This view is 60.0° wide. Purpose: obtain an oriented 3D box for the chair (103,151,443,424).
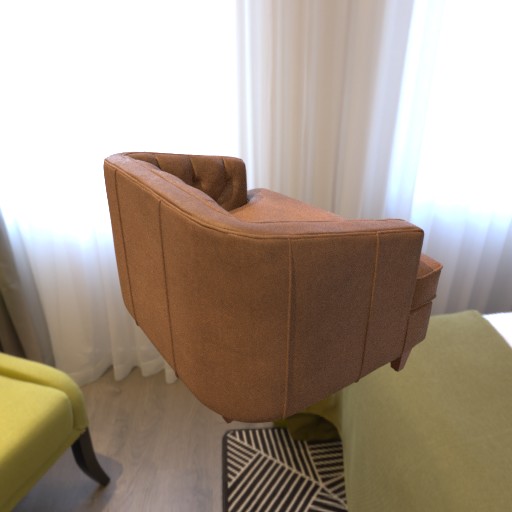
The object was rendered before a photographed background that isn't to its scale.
[{"bbox_3d":[0.000,0.000,1.737,0.914,0.787,1.118,-17,31,-31],"label":"chair"}]
